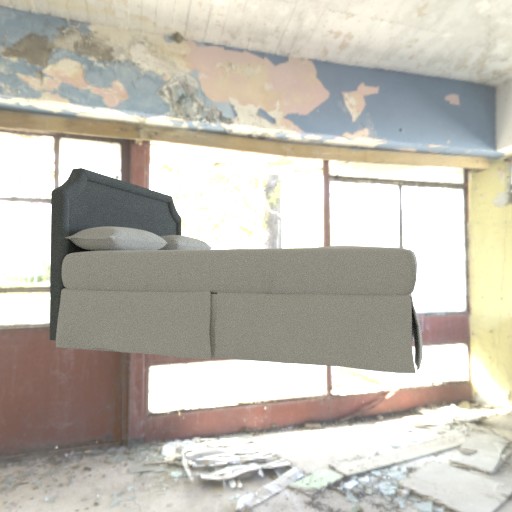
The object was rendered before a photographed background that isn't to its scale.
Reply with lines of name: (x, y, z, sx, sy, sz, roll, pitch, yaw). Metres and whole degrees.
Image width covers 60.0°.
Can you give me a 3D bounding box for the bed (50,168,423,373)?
bed: (0.000, 0.000, 3.590, 2.464, 1.306, 1.977, 0, -2, 18)
